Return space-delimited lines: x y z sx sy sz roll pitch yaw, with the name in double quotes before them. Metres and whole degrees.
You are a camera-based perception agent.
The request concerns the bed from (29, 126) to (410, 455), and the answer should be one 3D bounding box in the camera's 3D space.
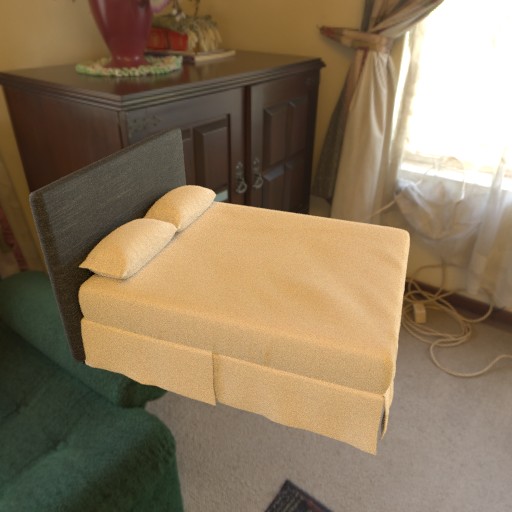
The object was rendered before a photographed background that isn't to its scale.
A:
"bed" 0.000 0.000 3.172 2.142 1.330 1.723 10 31 17
